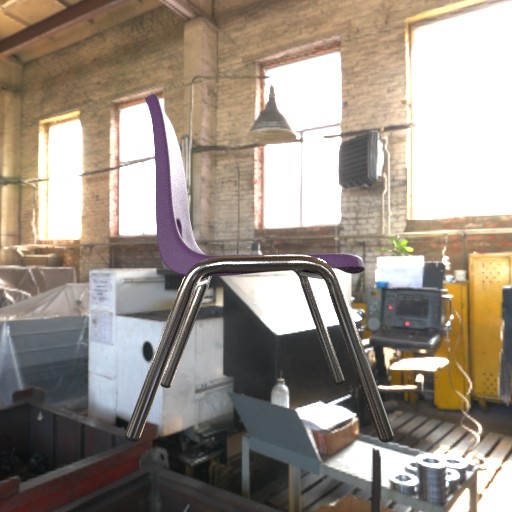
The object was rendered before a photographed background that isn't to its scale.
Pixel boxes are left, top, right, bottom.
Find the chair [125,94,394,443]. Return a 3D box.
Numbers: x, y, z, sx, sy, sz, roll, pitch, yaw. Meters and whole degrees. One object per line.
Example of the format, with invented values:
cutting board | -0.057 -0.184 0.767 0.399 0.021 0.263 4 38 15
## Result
chair | 0.000 0.000 0.856 0.419 0.584 0.356 0 -1 -2
